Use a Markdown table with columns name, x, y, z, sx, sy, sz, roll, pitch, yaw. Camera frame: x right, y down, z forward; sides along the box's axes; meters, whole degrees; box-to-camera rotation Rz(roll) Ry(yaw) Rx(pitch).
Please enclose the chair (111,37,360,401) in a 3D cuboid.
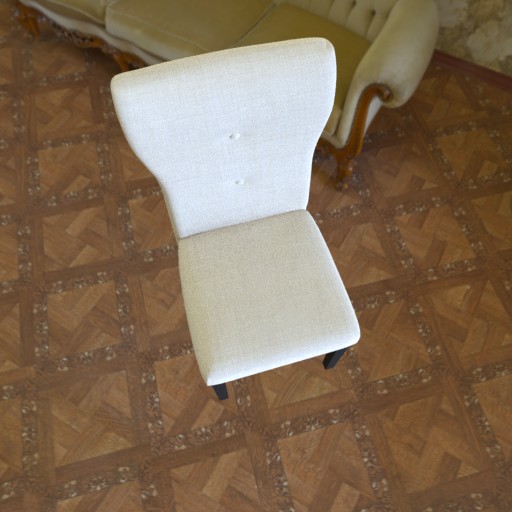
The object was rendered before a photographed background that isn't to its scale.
| name | x | y | z | sx | sy | sz | roll | pitch | yaw |
| --- | --- | --- | --- | --- | --- | --- | --- | --- | --- |
| chair | 0.000 | 0.000 | 1.265 | 0.509 | 0.921 | 0.597 | -14 | 63 | -7 |
